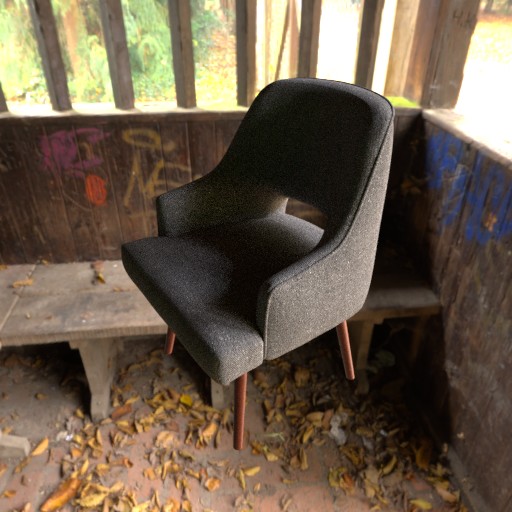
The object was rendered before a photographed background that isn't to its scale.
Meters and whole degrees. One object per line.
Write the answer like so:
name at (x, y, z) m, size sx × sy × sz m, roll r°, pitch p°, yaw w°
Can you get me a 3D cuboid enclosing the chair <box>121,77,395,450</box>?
chair at (0.000, 0.000, 1.272) m, size 0.629 × 0.875 × 0.608 m, roll -21°, pitch 38°, yaw -29°
